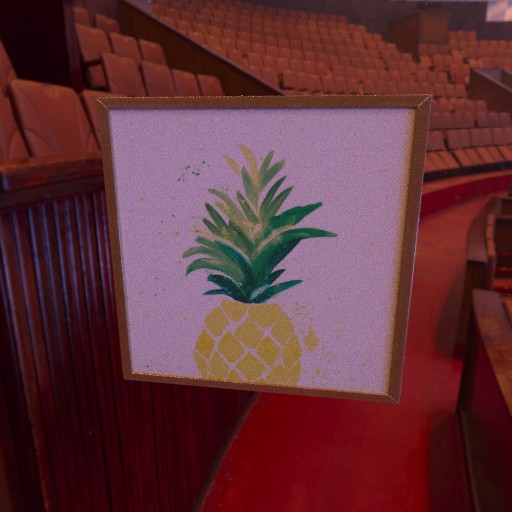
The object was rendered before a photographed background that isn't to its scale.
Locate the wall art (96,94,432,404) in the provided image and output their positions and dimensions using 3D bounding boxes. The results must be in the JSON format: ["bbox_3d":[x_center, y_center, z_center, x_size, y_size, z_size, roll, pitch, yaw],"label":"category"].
[{"bbox_3d":[0.000,0.000,1.122,0.762,0.760,0.037,3,17,8],"label":"wall art"}]
